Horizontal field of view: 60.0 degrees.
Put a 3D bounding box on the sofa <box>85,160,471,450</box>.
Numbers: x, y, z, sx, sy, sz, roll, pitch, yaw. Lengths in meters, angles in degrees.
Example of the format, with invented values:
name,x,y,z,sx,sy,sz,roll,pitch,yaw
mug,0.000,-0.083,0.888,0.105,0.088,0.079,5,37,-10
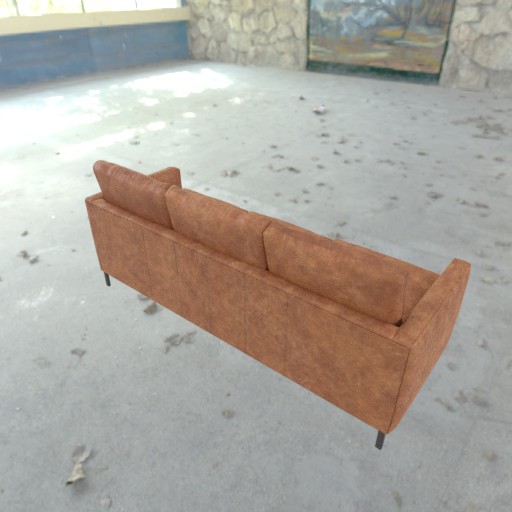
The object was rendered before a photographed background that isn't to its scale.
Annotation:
name,x,y,z,sx,sy,sz,roll,pitch,yaw
sofa,0.000,0.000,2.415,2.029,0.863,0.748,23,38,32
